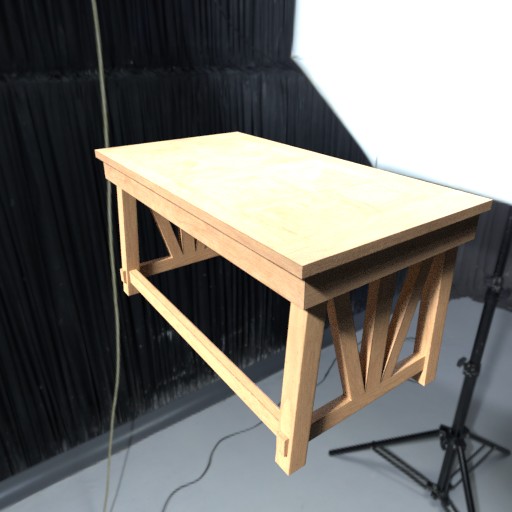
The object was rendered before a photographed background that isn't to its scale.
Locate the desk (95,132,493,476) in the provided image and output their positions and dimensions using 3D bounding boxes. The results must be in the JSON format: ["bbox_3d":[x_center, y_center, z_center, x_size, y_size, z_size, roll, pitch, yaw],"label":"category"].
[{"bbox_3d":[0.000,0.000,1.935,0.813,0.762,1.499,-17,31,-32],"label":"desk"}]
